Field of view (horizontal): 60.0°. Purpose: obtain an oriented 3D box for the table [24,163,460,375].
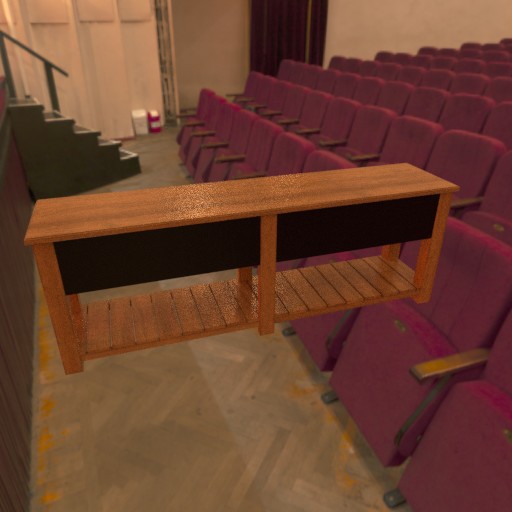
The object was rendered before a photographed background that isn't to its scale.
[{"bbox_3d":[0.000,0.000,2.096,1.815,0.635,0.425,-9,29,-16],"label":"table"}]
